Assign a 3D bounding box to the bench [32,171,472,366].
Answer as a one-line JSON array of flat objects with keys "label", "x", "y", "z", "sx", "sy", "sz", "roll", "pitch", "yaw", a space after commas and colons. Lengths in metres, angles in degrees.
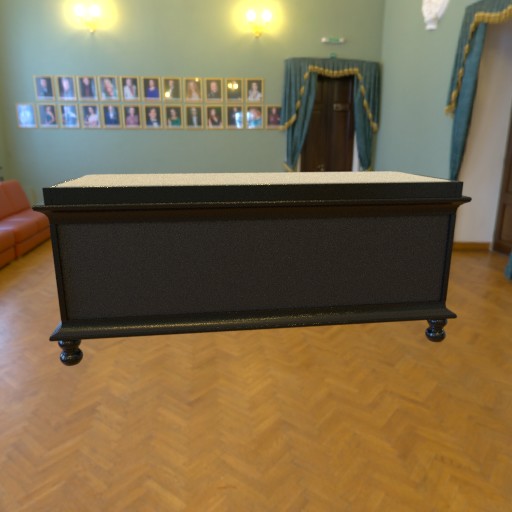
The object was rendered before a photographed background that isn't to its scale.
[{"label": "bench", "x": 0.000, "y": 0.000, "z": 1.426, "sx": 1.185, "sy": 0.501, "sz": 0.402, "roll": -2, "pitch": 15, "yaw": -7}]
